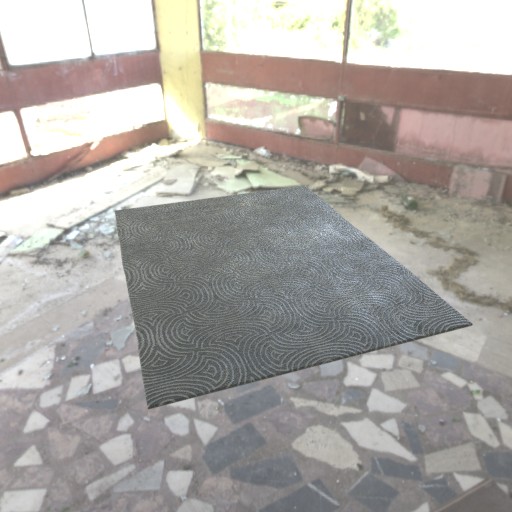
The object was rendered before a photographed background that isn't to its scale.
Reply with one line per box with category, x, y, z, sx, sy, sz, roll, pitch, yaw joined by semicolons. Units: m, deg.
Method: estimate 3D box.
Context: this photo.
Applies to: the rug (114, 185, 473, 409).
rug;0.000;0.000;4.266;2.456;0.021;3.042;-10;32;-16
